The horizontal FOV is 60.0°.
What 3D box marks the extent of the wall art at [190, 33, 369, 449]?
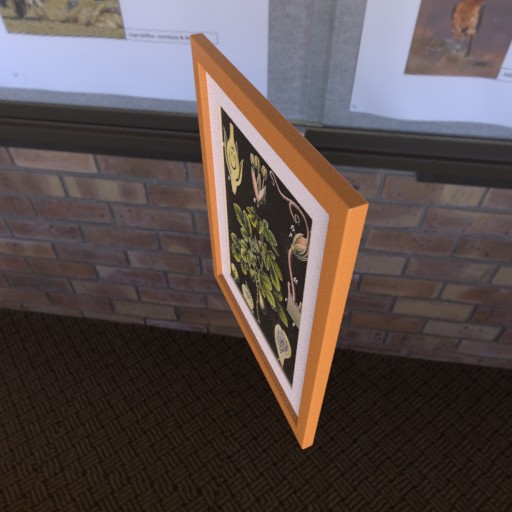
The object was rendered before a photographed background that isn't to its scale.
[{"bbox_3d":[0.000,0.000,0.503,0.015,0.379,0.310,-18,49,-16],"label":"wall art"}]
